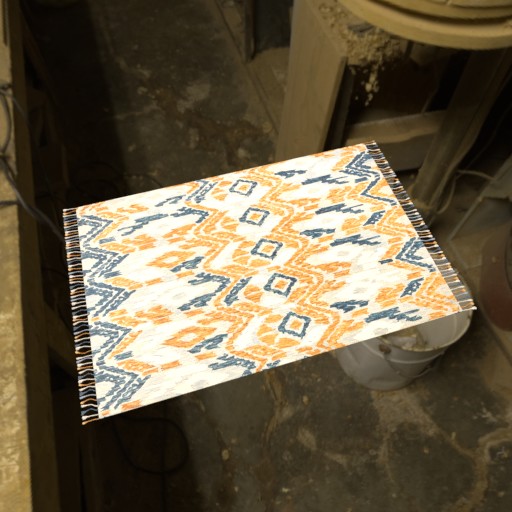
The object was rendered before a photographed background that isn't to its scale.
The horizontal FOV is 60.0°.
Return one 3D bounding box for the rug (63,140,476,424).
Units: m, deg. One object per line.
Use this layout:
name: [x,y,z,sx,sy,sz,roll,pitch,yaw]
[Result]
rug: [0.000,0.000,2.965,2.428,0.010,1.533,-14,60,-9]
